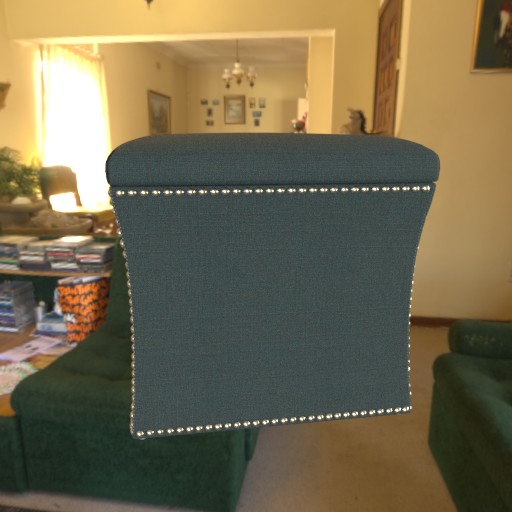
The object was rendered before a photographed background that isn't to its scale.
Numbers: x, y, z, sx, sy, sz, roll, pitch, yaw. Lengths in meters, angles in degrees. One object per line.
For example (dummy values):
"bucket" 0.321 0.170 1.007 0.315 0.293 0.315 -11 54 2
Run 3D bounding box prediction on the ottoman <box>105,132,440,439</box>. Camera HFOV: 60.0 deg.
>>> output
"ottoman" 0.000 0.000 0.890 0.497 0.475 0.507 -2 14 -8
